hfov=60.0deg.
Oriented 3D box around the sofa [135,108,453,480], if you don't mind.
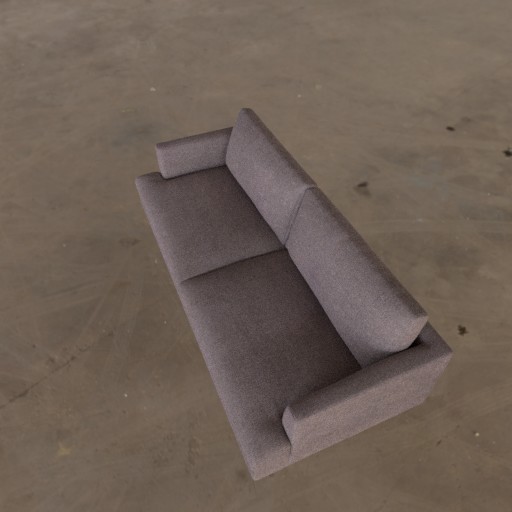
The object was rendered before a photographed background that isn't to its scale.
[{"bbox_3d":[0.000,0.000,2.740,1.020,0.868,2.250,-18,49,-16],"label":"sofa"}]
